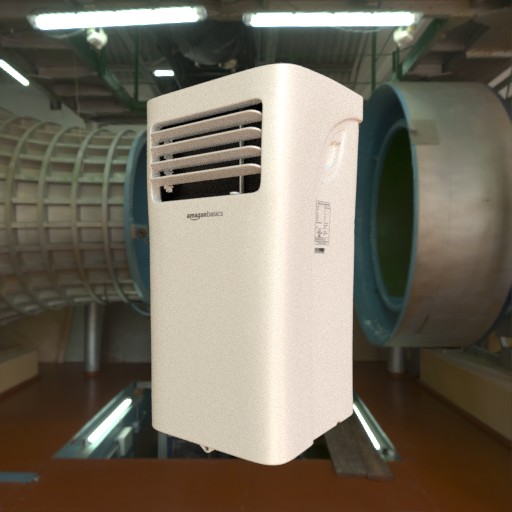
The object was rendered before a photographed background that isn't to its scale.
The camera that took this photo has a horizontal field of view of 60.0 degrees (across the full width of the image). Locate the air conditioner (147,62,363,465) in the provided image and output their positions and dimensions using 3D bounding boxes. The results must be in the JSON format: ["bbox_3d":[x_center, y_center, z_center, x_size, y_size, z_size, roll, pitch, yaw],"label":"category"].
[{"bbox_3d":[0.000,0.000,0.934,0.352,0.716,0.369,0,0,35],"label":"air conditioner"}]
